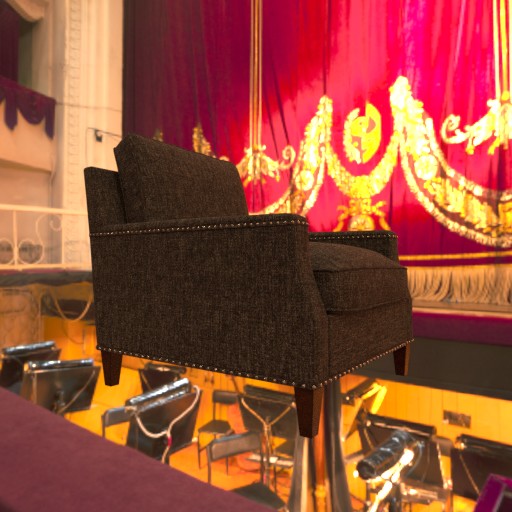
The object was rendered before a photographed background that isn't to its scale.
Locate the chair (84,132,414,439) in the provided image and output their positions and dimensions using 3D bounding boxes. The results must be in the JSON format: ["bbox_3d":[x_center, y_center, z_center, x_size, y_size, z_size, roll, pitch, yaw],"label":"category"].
[{"bbox_3d":[0.000,0.000,1.718,1.014,0.943,0.853,-1,-1,35],"label":"chair"}]
